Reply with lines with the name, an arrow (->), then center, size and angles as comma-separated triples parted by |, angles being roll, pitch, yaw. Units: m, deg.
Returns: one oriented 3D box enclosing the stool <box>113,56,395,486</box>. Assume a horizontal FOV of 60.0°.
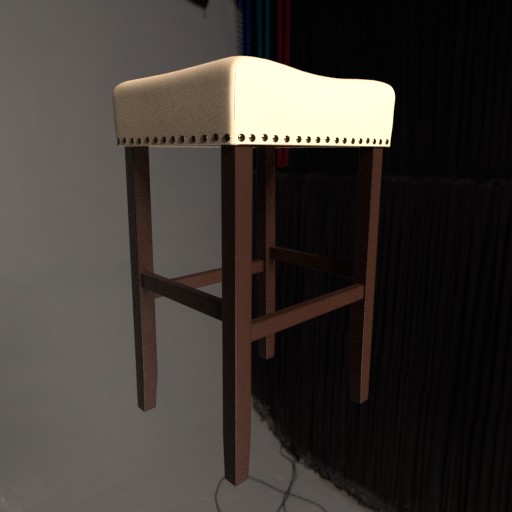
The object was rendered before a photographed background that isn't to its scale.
stool -> 0.000, 0.000, 1.029 | 0.471, 0.762, 0.401 | -12, 18, -42
